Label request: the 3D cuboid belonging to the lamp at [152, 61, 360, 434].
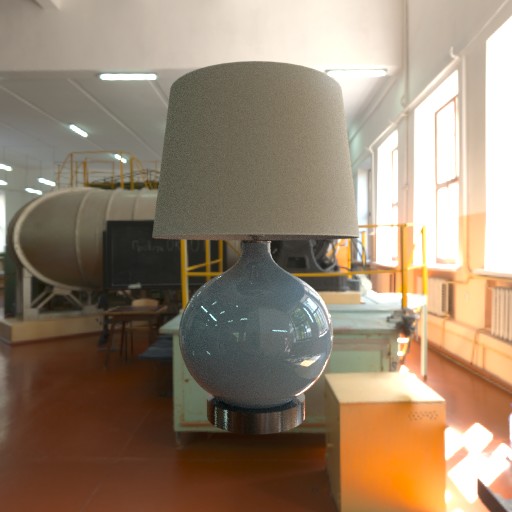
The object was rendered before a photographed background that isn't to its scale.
[{"bbox_3d":[0.000,0.000,0.540,0.247,0.387,0.247,0,1,0],"label":"lamp"}]
